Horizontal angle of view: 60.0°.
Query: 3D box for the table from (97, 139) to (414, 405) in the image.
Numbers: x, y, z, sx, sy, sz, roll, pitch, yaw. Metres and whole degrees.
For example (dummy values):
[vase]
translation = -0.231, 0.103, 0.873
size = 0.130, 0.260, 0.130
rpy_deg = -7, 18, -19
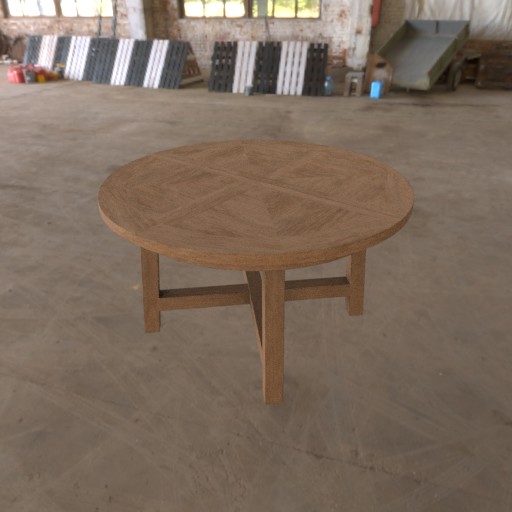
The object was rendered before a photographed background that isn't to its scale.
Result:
[table]
translation = 0.000, 0.000, 2.119
size = 1.319, 0.762, 1.319
rpy_deg = 0, 30, 0
